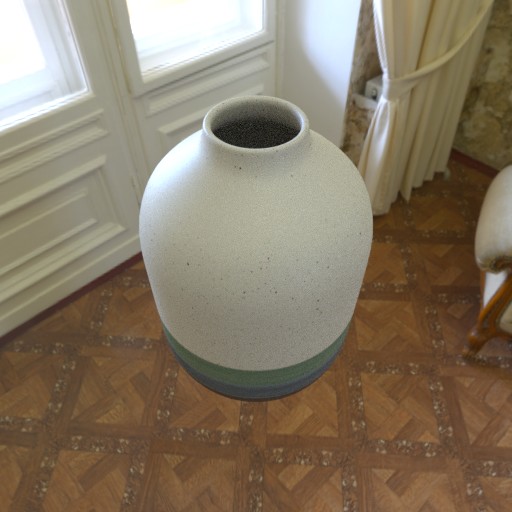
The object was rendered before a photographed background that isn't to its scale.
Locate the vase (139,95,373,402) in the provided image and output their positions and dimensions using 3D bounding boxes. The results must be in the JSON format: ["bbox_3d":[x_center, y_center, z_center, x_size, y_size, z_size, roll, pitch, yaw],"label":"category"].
[{"bbox_3d":[0.000,0.000,0.354,0.169,0.240,0.169,0,48,0],"label":"vase"}]
